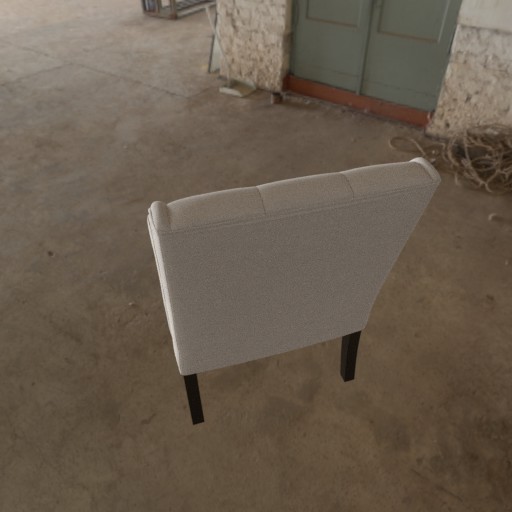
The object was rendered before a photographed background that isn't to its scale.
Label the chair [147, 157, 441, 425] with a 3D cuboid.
[{"bbox_3d":[0.000,0.000,1.298,0.569,0.853,0.676,-12,43,-13],"label":"chair"}]
